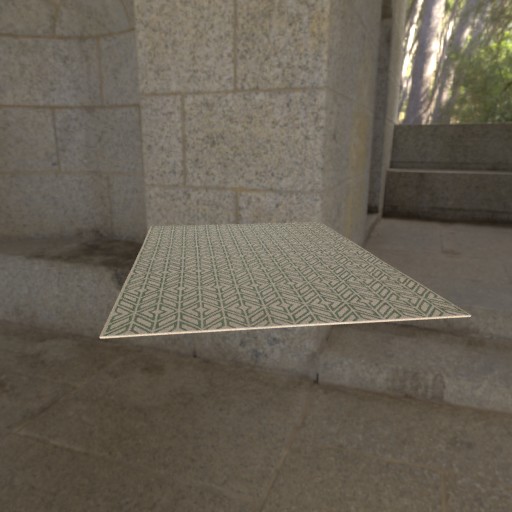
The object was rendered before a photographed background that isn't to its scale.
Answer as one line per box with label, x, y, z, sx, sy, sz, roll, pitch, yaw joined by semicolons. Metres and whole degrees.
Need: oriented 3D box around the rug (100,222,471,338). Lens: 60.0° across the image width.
rug;0.000;0.000;2.300;1.220;0.007;1.828;-2;15;-8
